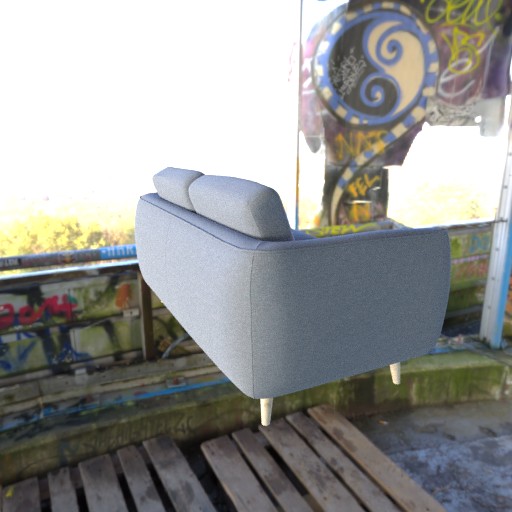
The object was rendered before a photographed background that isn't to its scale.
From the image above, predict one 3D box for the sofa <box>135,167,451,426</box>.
[{"bbox_3d":[0.000,0.000,2.229,0.920,0.850,1.700,-7,16,-26],"label":"sofa"}]
